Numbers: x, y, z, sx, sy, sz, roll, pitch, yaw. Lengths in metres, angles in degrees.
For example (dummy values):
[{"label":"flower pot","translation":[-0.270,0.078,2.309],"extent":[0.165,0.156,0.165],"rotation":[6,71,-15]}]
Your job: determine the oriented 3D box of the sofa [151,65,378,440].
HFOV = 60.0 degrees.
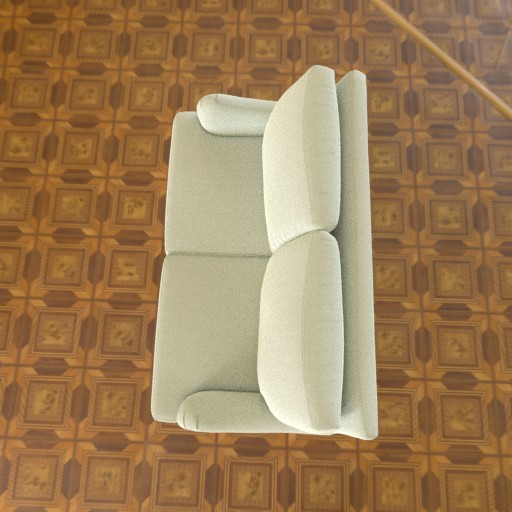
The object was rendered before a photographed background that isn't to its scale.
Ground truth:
[{"label":"sofa","translation":[0.000,0.000,2.510],"extent":[1.084,1.101,1.853],"rotation":[1,77,0]}]
